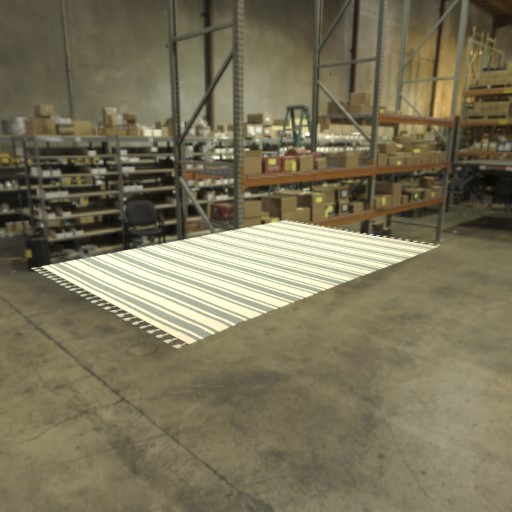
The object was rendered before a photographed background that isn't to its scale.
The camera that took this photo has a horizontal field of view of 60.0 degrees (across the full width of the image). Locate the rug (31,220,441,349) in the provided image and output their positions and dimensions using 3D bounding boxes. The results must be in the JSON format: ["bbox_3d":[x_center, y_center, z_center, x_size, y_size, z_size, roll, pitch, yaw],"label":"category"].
[{"bbox_3d":[0.000,0.000,3.032,1.539,0.011,2.410,14,21,43],"label":"rug"}]
